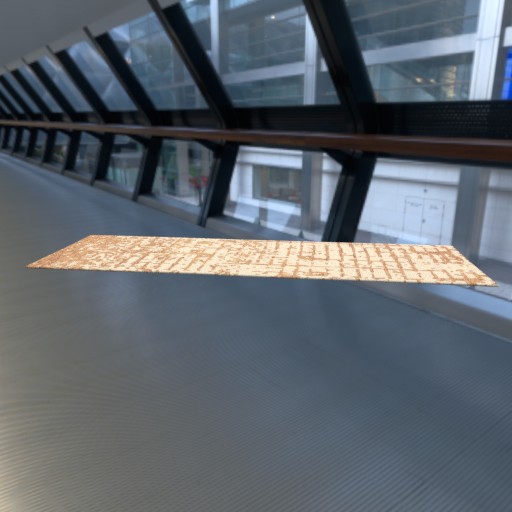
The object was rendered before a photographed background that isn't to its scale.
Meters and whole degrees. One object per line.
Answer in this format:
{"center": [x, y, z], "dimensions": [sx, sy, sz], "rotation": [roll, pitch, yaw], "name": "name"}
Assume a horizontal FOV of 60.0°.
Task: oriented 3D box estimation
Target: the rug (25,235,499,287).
{"center": [0.000, 0.000, 2.619], "dimensions": [2.435, 0.011, 0.750], "rotation": [2, 16, 7], "name": "rug"}
